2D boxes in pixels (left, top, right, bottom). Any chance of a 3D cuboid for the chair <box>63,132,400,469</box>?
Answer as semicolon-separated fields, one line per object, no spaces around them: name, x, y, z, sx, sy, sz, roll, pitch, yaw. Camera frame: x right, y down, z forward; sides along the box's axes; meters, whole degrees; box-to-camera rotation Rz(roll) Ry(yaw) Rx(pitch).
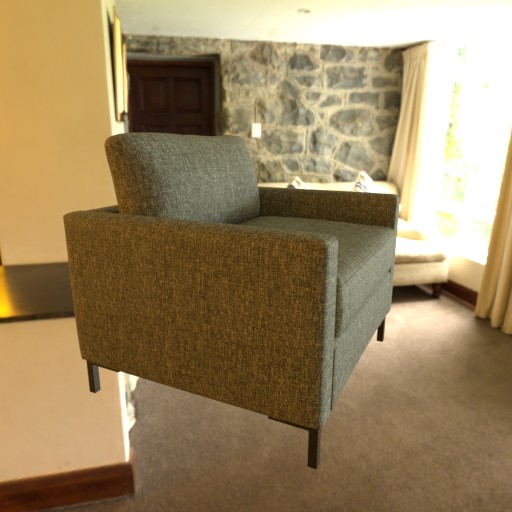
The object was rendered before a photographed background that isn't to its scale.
chair;0.000;0.000;1.609;0.866;0.861;0.963;7;17;26
